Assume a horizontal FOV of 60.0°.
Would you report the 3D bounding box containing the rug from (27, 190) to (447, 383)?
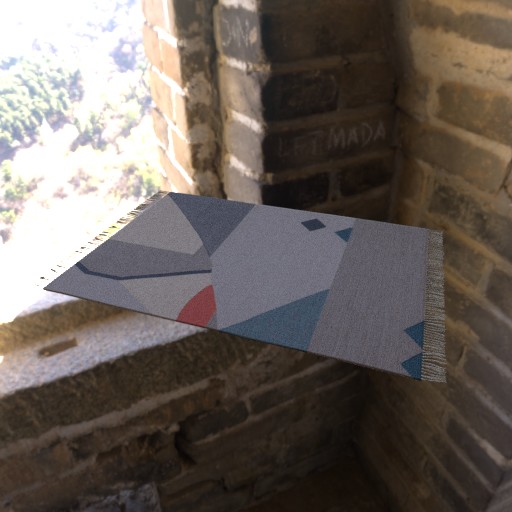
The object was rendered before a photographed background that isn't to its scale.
[{"bbox_3d":[0.000,0.000,2.283,1.828,0.005,1.220,10,32,17],"label":"rug"}]
